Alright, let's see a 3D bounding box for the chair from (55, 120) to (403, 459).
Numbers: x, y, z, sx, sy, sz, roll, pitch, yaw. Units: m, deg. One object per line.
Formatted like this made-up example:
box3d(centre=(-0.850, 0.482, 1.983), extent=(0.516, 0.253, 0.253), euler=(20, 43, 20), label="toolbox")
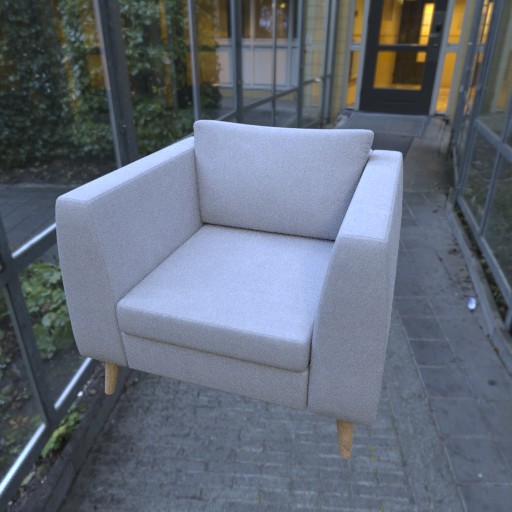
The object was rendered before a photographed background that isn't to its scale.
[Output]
box3d(centre=(0.000, 0.000, 1.646), extent=(1.000, 0.860, 0.930), euler=(9, 28, 16), label="chair")
